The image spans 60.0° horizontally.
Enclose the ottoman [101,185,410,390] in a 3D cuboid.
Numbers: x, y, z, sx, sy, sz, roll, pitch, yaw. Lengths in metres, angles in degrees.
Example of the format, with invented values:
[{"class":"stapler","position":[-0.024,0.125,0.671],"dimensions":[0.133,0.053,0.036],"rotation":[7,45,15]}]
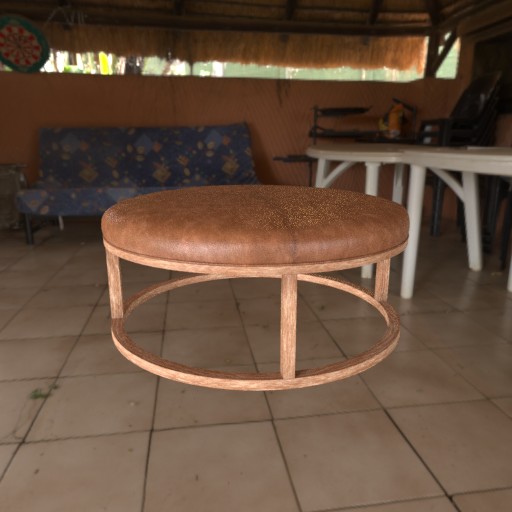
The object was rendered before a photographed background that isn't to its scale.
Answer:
[{"class":"ottoman","position":[0.000,0.000,1.550],"dimensions":[1.006,0.445,1.006],"rotation":[0,15,0]}]
